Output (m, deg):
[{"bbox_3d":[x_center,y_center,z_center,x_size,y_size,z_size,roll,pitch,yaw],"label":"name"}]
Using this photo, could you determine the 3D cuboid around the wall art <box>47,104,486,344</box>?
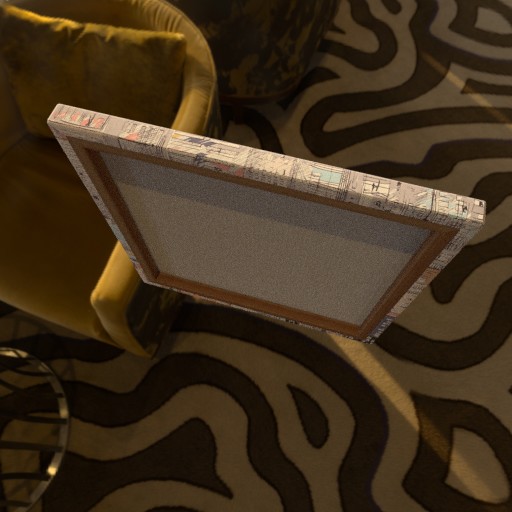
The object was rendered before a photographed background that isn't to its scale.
[{"bbox_3d":[0.000,0.000,0.870,0.607,0.608,0.038,14,66,7],"label":"wall art"}]
